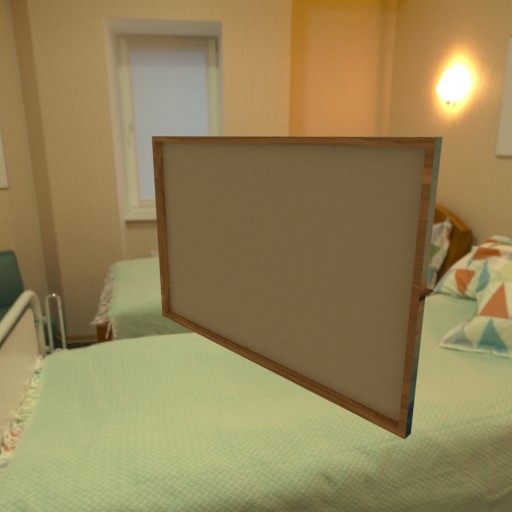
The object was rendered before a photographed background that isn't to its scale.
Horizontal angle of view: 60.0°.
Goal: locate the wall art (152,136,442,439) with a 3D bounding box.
[{"bbox_3d":[0.000,0.000,0.771,0.018,0.402,0.604,-14,21,-42],"label":"wall art"}]
